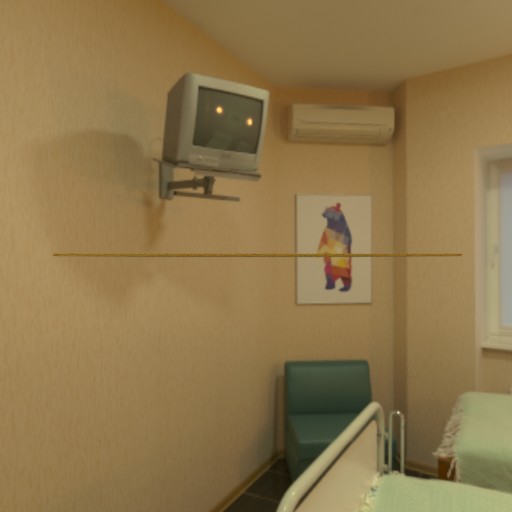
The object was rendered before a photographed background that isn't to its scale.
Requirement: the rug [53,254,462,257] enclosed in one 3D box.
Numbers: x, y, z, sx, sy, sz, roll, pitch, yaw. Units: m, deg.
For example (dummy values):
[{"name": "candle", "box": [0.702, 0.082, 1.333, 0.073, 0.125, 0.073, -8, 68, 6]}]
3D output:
[{"name": "rug", "box": [0.000, 0.000, 4.312, 2.486, 0.015, 3.242, 0, 0, -1]}]
